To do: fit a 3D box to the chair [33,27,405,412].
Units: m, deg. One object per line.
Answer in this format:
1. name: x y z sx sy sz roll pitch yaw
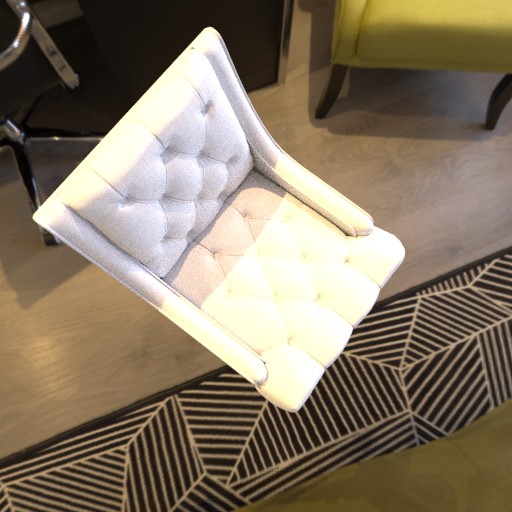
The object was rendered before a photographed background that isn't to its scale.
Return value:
1. chair: 0.000 0.000 1.397 0.772 0.891 0.658 36 79 8
